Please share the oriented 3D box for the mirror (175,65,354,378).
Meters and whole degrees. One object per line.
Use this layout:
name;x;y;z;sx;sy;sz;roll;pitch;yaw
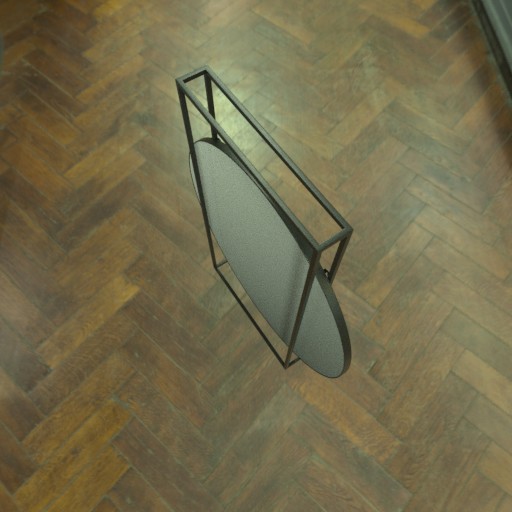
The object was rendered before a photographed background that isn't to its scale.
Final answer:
mirror;0.000;0.000;0.815;0.051;0.603;0.508;-31;68;-14
